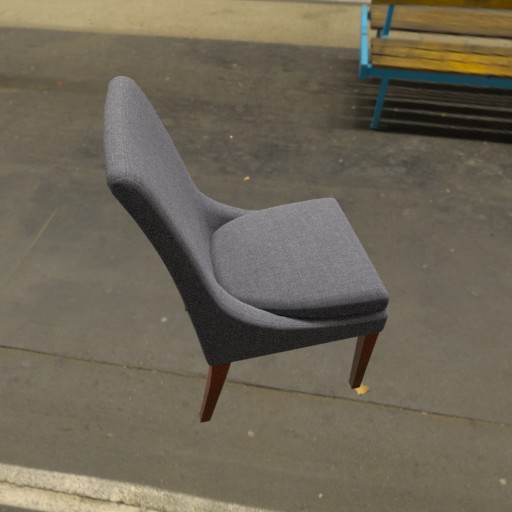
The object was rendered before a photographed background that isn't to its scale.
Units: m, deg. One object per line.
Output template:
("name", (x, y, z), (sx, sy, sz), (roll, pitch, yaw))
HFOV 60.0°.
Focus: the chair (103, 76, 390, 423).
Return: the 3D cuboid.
("chair", (0.000, 0.000, 1.302), (0.655, 0.952, 0.508), (-9, 46, -9))
